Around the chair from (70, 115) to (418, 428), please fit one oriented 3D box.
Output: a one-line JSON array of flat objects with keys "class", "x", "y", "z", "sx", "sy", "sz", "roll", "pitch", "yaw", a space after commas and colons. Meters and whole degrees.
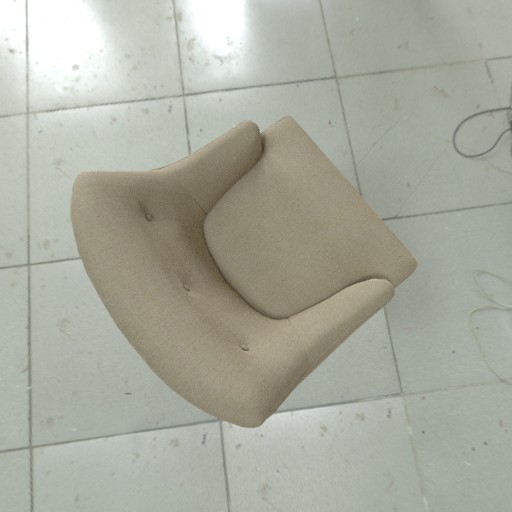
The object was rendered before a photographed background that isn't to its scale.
[{"class": "chair", "x": 0.000, "y": 0.000, "z": 1.593, "sx": 0.923, "sy": 0.856, "sz": 0.864, "roll": -36, "pitch": 79, "yaw": -8}]
